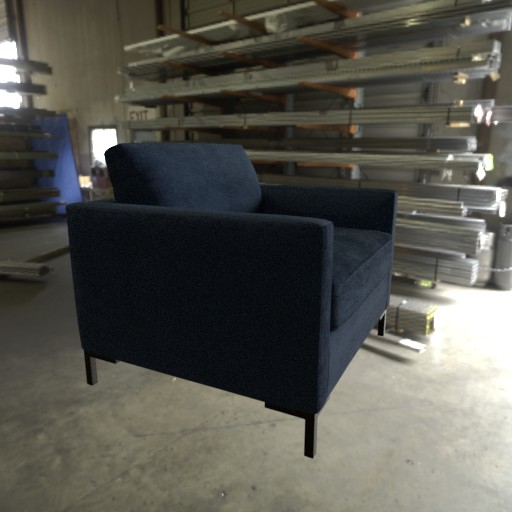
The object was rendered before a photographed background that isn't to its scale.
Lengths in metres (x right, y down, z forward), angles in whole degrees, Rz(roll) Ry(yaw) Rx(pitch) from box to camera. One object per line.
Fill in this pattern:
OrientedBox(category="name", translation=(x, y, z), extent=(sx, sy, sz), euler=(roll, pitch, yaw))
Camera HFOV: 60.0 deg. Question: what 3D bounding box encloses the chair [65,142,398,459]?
OrientedBox(category="chair", translation=(0.000, 0.000, 1.633), extent=(0.875, 0.812, 0.964), euler=(7, 15, 27))
